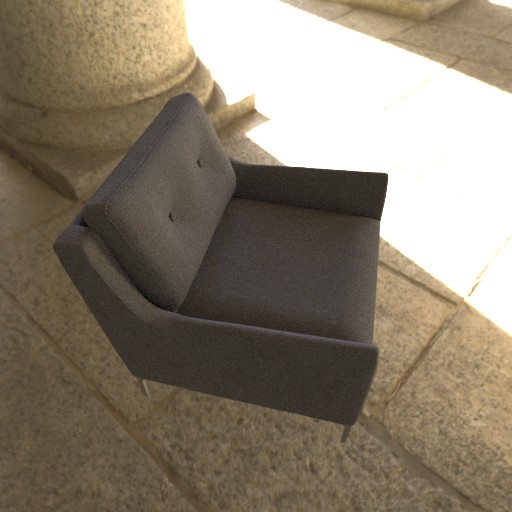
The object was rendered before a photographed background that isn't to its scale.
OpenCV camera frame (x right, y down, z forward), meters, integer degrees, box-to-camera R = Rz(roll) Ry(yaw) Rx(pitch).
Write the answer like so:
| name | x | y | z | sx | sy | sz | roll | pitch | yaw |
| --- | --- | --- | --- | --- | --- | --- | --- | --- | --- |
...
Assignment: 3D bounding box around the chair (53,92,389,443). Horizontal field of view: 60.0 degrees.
| name | x | y | z | sx | sy | sz | roll | pitch | yaw |
| --- | --- | --- | --- | --- | --- | --- | --- | --- | --- |
| chair | 0.000 | 0.000 | 1.538 | 0.849 | 0.828 | 0.847 | 10 | 46 | 9 |
